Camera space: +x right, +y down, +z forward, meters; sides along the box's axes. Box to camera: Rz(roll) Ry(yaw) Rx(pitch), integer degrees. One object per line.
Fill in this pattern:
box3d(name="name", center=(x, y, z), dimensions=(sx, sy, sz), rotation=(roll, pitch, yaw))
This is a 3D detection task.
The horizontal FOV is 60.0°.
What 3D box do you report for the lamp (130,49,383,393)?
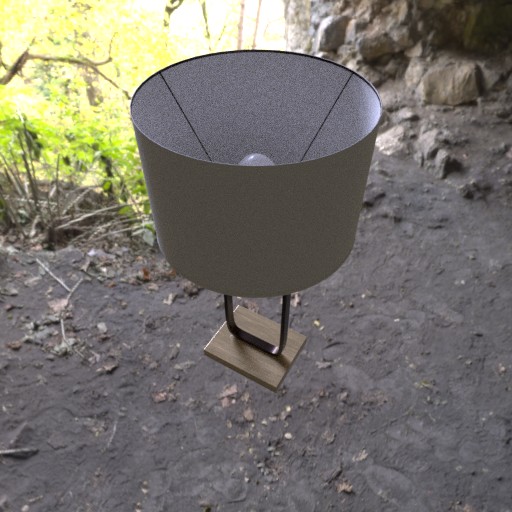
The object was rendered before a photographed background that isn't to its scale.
box3d(name="lamp", center=(0.000, 0.000, 0.677), dimensions=(0.279, 0.508, 0.279), rotation=(23, 49, 21))
